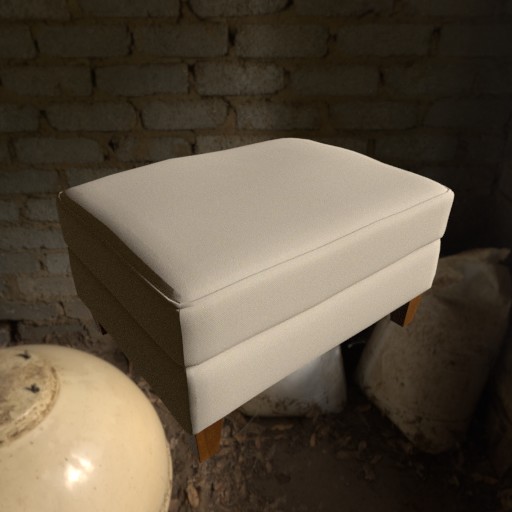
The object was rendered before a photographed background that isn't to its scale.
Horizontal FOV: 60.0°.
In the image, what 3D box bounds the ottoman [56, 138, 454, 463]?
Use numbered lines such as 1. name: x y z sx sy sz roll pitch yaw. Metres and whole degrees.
1. ottoman: 0.000 0.000 1.191 0.818 0.485 0.634 -22 37 -33
